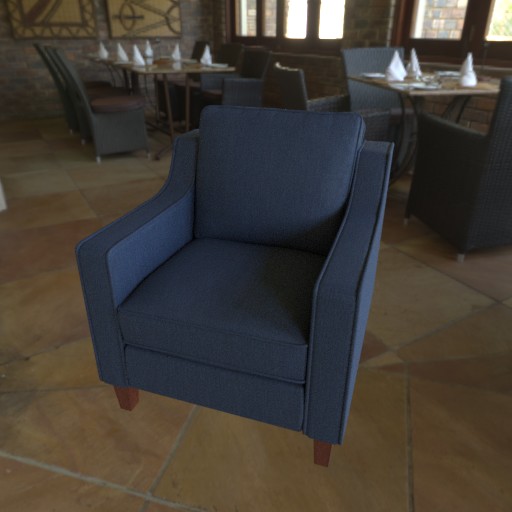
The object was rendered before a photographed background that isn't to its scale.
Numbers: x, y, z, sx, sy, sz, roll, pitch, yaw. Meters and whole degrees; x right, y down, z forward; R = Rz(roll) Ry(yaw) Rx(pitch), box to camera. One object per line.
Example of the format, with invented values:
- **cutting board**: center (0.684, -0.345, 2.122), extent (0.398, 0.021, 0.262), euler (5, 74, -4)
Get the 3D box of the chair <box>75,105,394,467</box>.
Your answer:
- **chair**: center (0.000, 0.000, 1.611), extent (0.831, 0.960, 0.909), euler (9, 28, 17)
